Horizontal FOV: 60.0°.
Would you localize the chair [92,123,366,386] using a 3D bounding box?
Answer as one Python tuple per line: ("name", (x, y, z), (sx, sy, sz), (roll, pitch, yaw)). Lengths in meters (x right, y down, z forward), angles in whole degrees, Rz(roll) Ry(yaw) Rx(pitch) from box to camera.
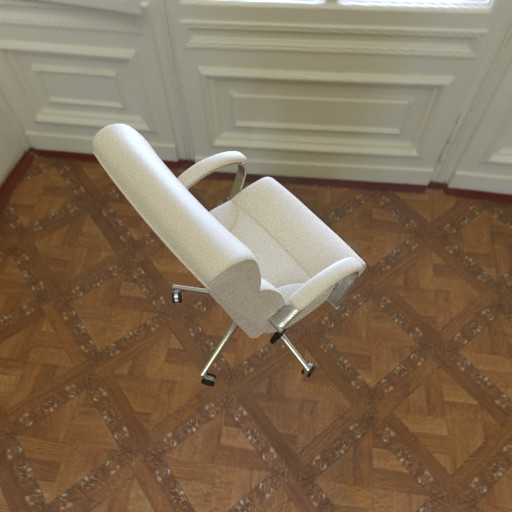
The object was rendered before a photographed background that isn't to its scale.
("chair", (0.000, 0.000, 1.597), (0.745, 1.099, 0.727), (-34, 64, -19))
